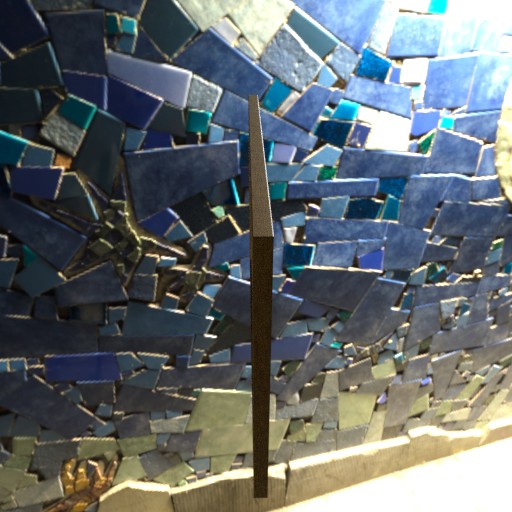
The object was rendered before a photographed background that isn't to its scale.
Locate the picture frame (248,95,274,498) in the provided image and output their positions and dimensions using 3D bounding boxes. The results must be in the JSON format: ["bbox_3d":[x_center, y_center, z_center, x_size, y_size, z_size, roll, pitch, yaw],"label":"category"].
[{"bbox_3d":[0.000,0.000,1.157,0.029,0.621,0.922,-1,31,-1],"label":"picture frame"}]
